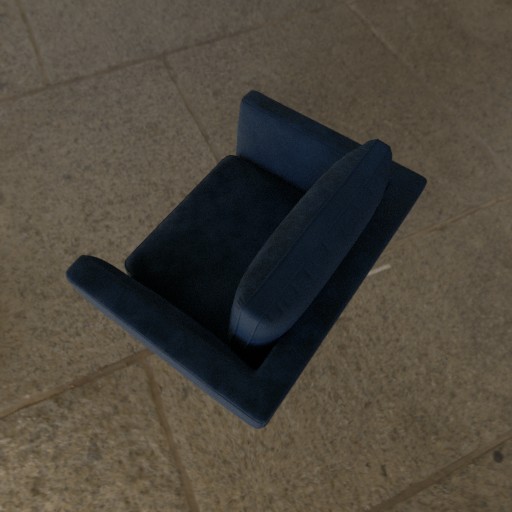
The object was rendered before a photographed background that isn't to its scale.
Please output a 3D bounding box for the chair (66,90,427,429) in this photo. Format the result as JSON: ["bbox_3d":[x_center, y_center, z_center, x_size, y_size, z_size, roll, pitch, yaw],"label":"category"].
[{"bbox_3d":[0.000,0.000,1.601,0.746,0.893,0.977,33,67,16],"label":"chair"}]
